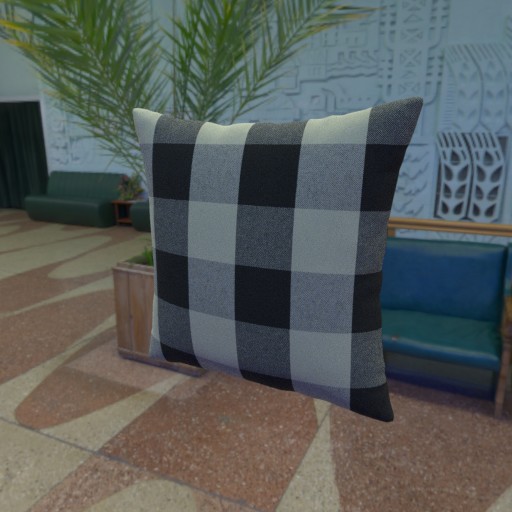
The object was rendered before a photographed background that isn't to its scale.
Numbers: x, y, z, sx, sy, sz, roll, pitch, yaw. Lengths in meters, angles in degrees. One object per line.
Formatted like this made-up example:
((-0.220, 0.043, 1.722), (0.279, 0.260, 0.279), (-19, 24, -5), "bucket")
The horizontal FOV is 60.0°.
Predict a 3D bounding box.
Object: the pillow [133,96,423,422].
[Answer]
((0.000, 0.000, 0.778), (0.511, 0.509, 0.161), (7, 16, 26), "pillow")
